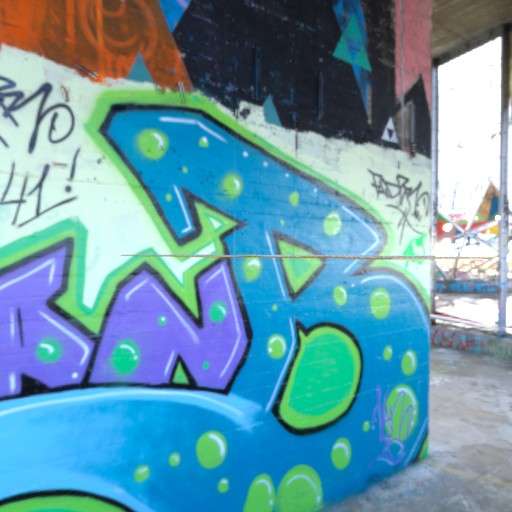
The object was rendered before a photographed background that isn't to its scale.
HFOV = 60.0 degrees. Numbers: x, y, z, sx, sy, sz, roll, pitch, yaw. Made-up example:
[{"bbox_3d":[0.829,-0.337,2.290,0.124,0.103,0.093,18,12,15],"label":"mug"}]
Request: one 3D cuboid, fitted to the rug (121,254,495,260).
[{"bbox_3d":[0.000,0.000,2.502,0.704,0.014,2.294,0,0,-38],"label":"rug"}]
